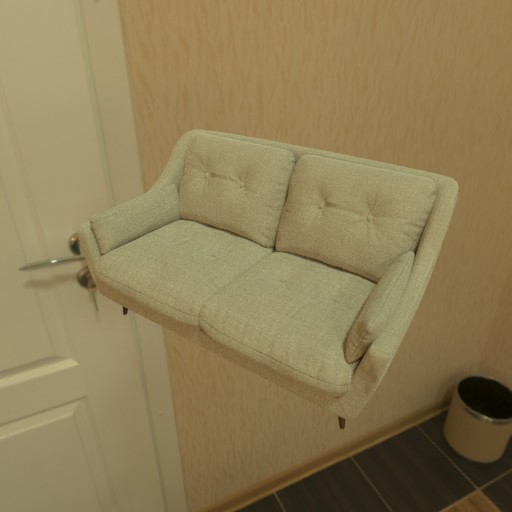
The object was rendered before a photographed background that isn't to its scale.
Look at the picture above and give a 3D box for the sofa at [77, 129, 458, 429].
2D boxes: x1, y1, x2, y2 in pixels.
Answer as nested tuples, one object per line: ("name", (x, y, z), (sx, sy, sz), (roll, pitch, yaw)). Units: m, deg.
("sofa", (0.000, 0.000, 2.204), (1.652, 0.888, 0.965), (19, 35, 30))
